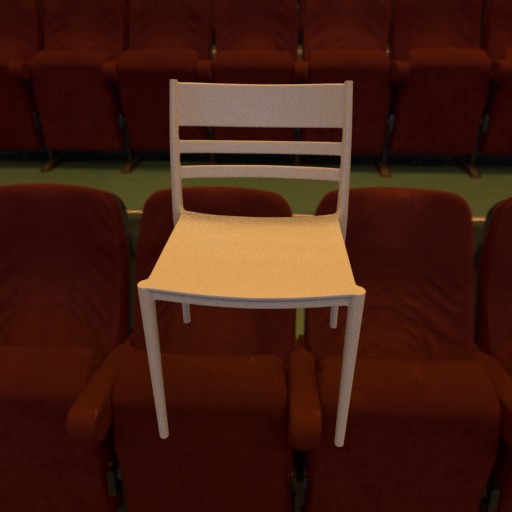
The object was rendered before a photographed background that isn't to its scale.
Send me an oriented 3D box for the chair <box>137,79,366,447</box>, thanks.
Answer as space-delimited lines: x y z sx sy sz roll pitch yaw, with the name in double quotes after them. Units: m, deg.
0.000 0.000 1.147 0.531 0.800 0.511 2 29 3 "chair"
